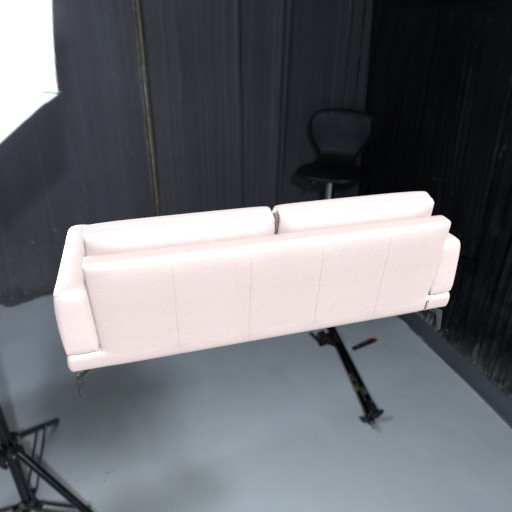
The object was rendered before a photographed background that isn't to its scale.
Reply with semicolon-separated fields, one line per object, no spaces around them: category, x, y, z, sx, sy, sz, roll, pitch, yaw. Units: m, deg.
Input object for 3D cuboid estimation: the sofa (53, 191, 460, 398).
sofa;0.000;0.000;2.403;1.940;0.765;0.974;-7;28;-14
